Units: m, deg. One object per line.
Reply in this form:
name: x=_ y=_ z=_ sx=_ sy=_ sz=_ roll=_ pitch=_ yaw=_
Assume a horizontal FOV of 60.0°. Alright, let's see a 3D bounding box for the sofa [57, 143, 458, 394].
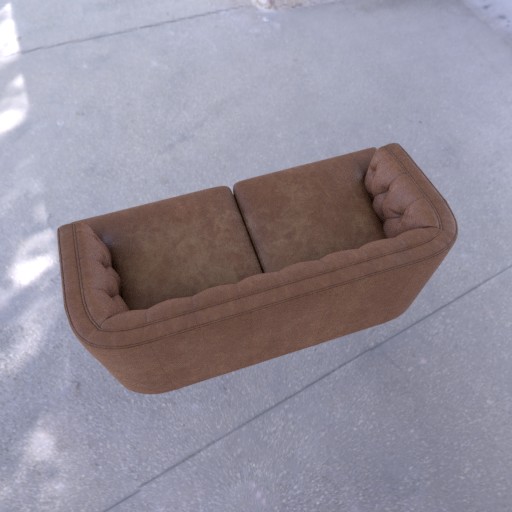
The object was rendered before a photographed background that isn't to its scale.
sofa: x=0.000 y=0.000 z=2.251 sx=1.755 sy=0.786 sz=0.914 roll=-16 pitch=60 yaw=-9
